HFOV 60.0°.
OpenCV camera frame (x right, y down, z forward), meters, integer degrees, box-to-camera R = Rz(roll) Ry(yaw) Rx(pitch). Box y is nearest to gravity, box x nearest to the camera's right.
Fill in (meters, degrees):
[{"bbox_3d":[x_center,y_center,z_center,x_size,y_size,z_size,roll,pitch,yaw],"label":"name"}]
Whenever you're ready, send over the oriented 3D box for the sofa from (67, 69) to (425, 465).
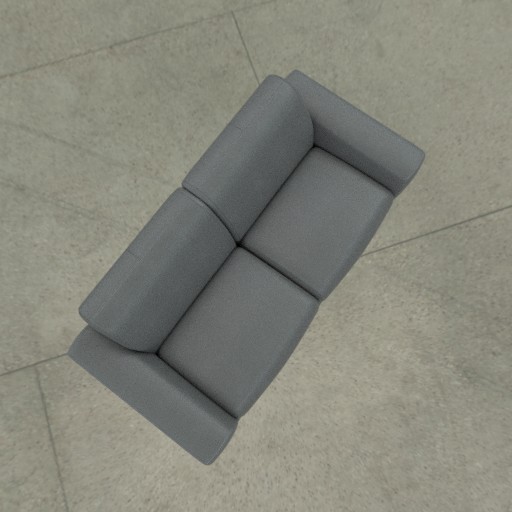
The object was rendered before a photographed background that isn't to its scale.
[{"bbox_3d":[0.000,0.000,2.349,0.900,0.772,1.901,36,80,7],"label":"sofa"}]
